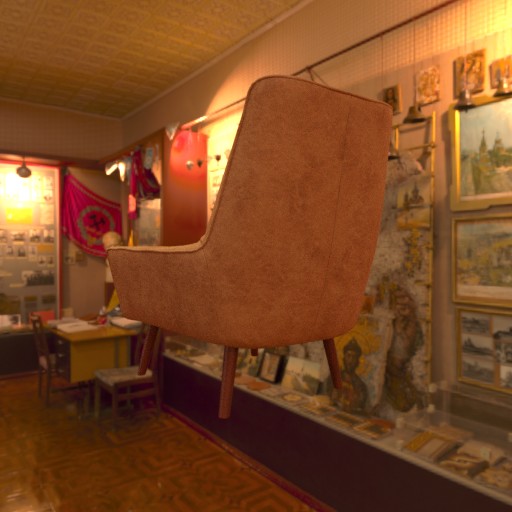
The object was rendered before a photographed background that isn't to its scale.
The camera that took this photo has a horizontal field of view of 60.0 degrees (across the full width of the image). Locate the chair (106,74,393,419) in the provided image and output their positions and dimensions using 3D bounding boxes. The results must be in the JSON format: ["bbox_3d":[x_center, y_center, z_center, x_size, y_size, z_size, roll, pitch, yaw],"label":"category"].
[{"bbox_3d":[0.000,0.000,1.481,0.753,0.883,0.851,0,1,-35],"label":"chair"}]
